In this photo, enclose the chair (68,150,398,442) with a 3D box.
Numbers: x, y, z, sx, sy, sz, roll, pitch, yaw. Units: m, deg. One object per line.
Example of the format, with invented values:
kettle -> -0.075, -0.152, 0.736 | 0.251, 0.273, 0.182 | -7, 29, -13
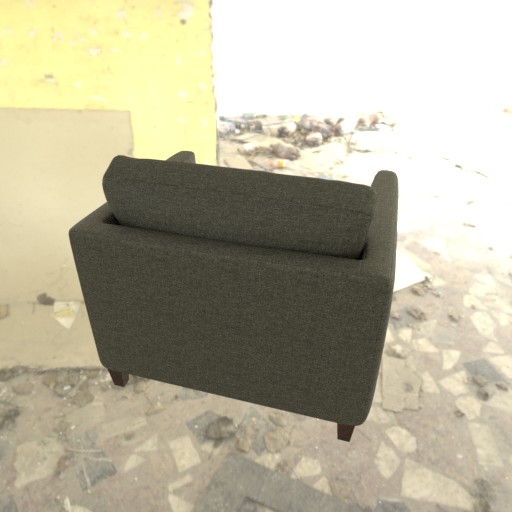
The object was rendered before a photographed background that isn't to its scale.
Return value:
chair -> 0.000, 0.000, 1.896 | 1.107, 0.963, 0.959 | 9, 32, 14
